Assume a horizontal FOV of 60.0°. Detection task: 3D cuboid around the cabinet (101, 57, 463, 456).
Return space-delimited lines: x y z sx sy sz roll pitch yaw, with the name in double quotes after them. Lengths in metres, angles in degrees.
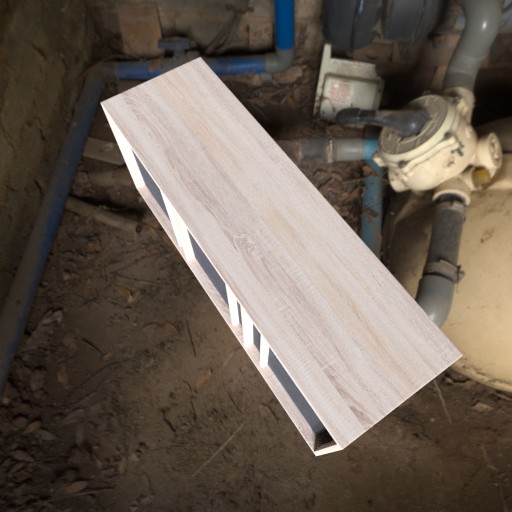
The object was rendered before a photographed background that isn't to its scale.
0.000 0.000 2.017 0.500 0.780 1.650 -31 68 -14 "cabinet"
